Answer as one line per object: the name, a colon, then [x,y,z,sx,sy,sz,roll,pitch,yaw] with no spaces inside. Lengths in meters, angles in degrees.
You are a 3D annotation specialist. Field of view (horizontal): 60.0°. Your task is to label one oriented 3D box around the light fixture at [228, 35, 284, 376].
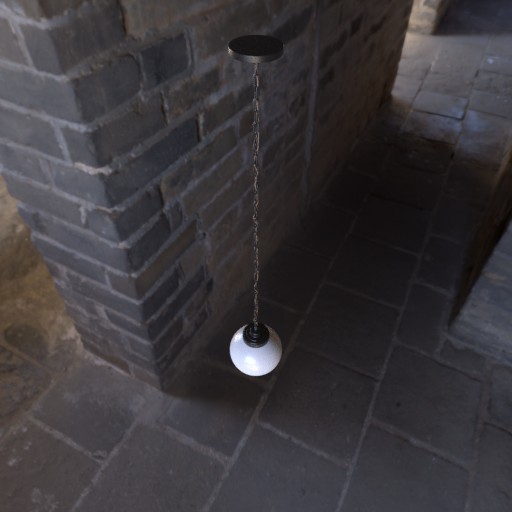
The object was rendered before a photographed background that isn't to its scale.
light fixture: [0.000,0.000,2.034,0.304,1.867,0.305,-15,48,-14]
